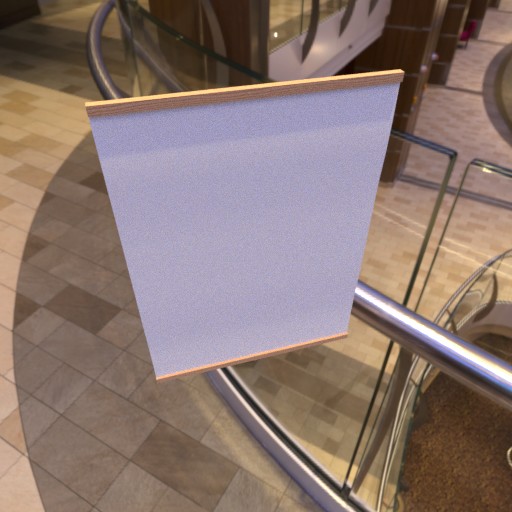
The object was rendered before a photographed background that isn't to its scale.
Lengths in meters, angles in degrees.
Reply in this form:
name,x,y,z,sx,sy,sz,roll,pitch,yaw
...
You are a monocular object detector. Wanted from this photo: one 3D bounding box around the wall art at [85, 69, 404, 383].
name,x,y,z,sx,sy,sz,roll,pitch,yaw
wall art,0.000,0.000,1.333,0.739,1.016,0.020,-11,42,-12
